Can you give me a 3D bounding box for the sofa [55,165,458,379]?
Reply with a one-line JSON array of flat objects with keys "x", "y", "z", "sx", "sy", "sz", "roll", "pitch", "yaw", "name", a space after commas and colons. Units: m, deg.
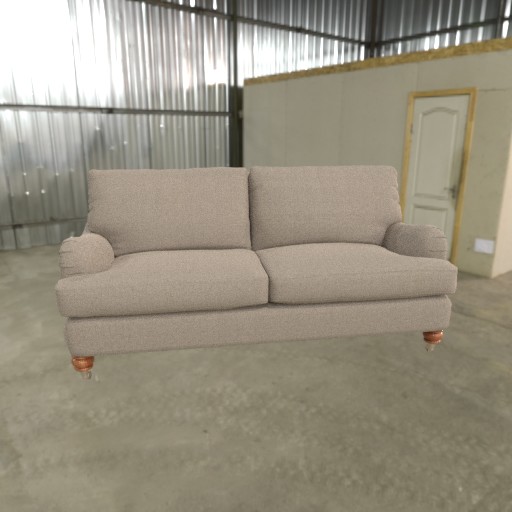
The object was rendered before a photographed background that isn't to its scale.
[{"x": 0.000, "y": 0.000, "z": 2.766, "sx": 2.160, "sy": 1.054, "sz": 1.087, "roll": -2, "pitch": 16, "yaw": -9, "name": "sofa"}]
